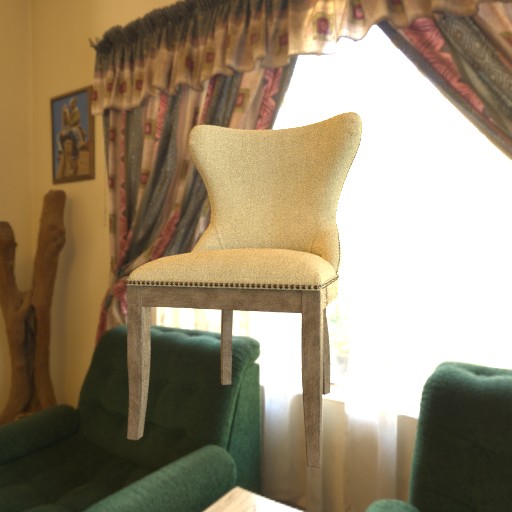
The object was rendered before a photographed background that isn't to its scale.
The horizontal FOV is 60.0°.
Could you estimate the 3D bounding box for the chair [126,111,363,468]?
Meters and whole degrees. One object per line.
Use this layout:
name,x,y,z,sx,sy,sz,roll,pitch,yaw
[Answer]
chair,0.000,0.000,1.452,0.654,1.002,0.681,0,1,18
